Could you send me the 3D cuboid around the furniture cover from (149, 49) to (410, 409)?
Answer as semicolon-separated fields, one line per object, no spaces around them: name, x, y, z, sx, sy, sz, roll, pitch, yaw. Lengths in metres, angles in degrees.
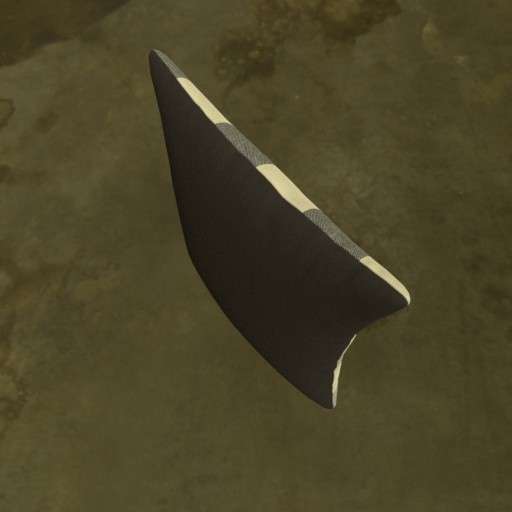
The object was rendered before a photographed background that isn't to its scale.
furniture cover;0.000;0.000;0.765;0.161;0.509;0.511;-33;65;-18
